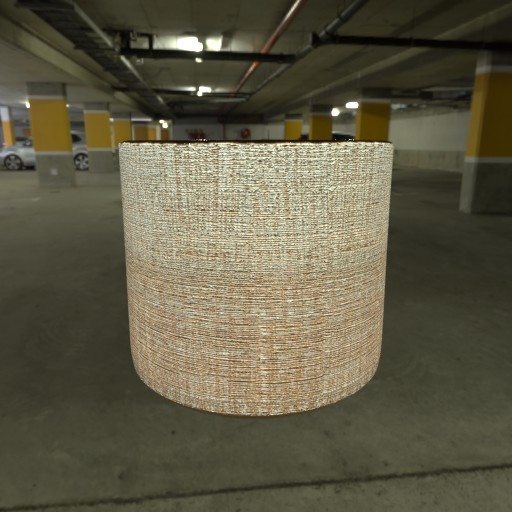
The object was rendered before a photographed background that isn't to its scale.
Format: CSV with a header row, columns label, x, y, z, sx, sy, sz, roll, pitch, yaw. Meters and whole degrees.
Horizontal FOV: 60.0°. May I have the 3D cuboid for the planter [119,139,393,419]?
label,x,y,z,sx,sy,sz,roll,pitch,yaw
planter,0.000,0.000,0.312,0.177,0.157,0.177,0,14,0
